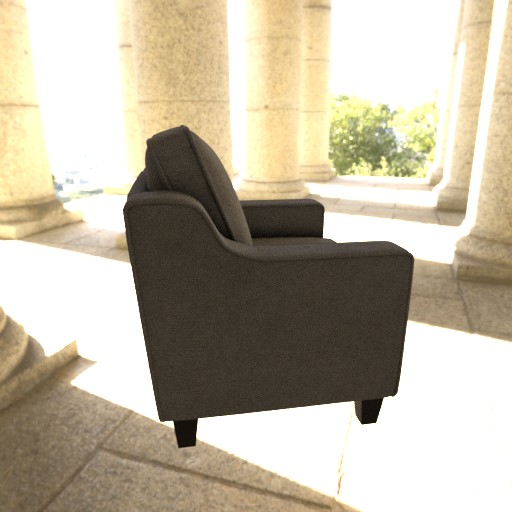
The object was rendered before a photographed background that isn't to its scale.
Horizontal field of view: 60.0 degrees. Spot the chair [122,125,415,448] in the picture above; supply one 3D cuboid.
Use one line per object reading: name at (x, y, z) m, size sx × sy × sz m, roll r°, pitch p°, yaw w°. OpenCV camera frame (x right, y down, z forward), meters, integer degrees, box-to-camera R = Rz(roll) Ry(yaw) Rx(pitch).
chair at (0.000, 0.000, 1.664) m, size 0.840 × 0.944 × 0.926 m, roll -3°, pitch 17°, yaw -10°
